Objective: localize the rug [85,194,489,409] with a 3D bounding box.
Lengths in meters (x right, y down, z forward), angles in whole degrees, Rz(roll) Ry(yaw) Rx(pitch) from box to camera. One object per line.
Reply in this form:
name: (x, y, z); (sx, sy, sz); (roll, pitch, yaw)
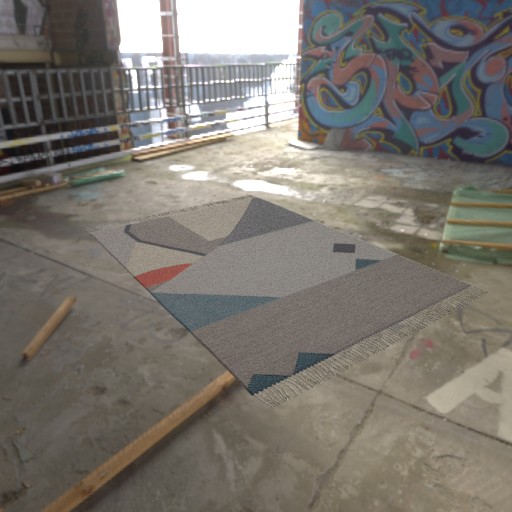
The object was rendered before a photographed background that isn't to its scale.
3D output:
rug: (0.000, 0.000, 2.296); (1.220, 0.005, 1.828); (-17, 29, -32)
